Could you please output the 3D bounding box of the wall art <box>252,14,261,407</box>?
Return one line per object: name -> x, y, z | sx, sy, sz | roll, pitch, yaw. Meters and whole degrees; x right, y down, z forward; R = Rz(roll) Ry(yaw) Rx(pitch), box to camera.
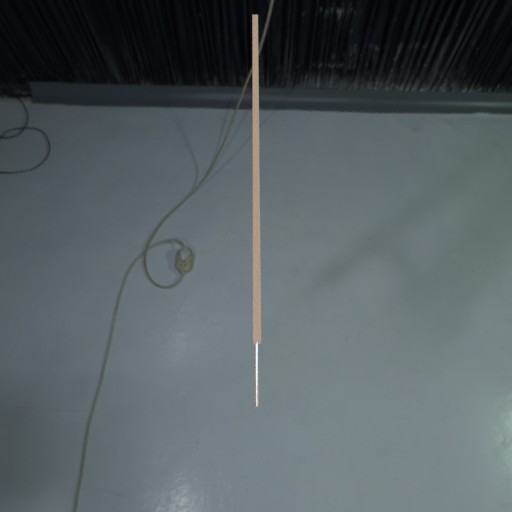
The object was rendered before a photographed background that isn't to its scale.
wall art -> 0.000, 0.000, 1.326 | 0.013, 1.016, 0.758 | 0, 66, 0
